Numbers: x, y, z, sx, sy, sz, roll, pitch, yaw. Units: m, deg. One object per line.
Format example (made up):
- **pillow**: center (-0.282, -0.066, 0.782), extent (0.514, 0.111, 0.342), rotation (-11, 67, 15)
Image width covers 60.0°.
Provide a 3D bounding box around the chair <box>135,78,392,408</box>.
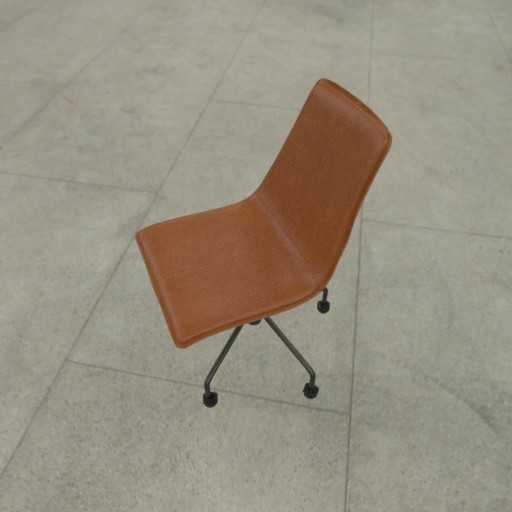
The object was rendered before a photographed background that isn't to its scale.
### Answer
- **chair**: center (0.000, 0.000, 1.391), extent (0.660, 0.920, 0.651), rotation (-18, 49, -16)
